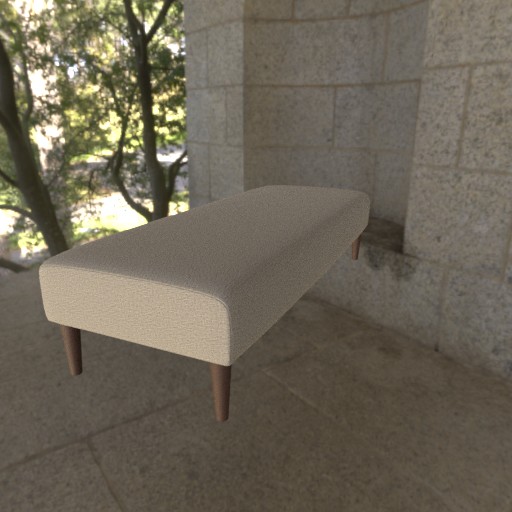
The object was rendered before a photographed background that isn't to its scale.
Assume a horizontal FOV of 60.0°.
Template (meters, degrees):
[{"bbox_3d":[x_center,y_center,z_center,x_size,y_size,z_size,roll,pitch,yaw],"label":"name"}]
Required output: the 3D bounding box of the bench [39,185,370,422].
[{"bbox_3d":[0.000,0.000,1.853,0.646,0.393,1.609,8,19,24],"label":"bench"}]
